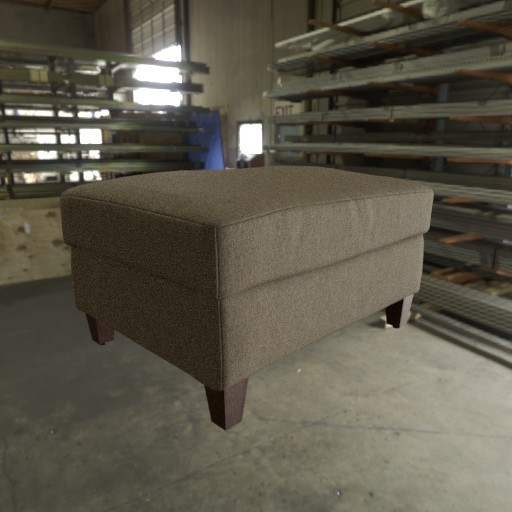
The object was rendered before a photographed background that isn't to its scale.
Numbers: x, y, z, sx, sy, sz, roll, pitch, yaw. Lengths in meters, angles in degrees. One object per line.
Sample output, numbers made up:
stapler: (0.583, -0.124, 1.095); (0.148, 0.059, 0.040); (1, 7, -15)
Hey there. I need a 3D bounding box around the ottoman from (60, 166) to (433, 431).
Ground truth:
ottoman: (0.000, 0.000, 1.319); (0.692, 0.511, 0.889); (14, 20, 43)
